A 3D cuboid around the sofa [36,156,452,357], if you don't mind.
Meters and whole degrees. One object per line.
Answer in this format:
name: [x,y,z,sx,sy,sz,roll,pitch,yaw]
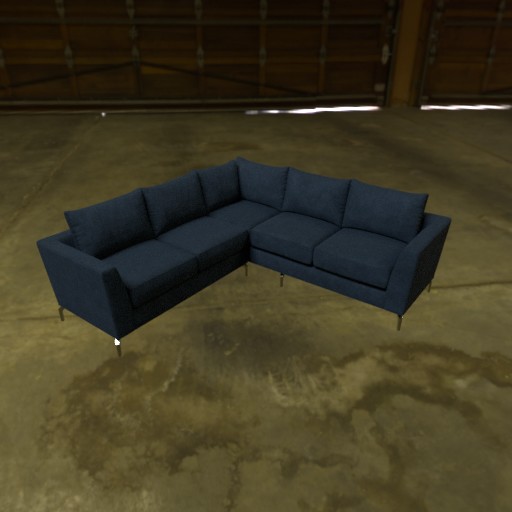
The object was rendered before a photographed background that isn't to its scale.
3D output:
sofa: [0.000,0.000,3.790,2.463,0.988,2.472,19,32,33]
